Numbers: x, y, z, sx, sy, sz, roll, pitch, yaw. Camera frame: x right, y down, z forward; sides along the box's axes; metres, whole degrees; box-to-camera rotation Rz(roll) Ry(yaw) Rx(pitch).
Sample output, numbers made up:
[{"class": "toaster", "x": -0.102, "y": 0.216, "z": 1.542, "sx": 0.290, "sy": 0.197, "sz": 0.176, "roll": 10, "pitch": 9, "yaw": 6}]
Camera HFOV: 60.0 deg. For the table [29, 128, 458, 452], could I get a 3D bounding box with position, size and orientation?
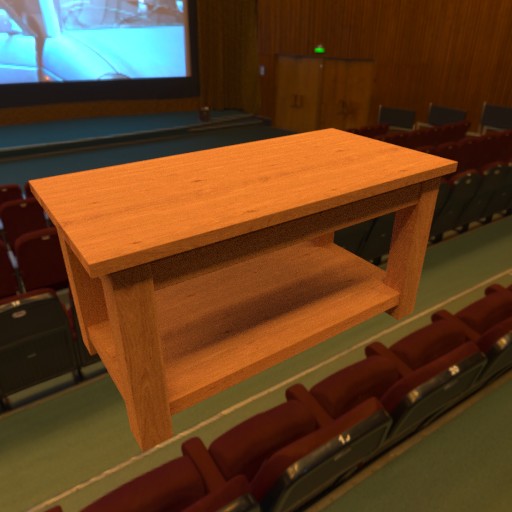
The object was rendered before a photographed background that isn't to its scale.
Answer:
[{"class": "table", "x": 0.000, "y": 0.000, "z": 1.139, "sx": 0.899, "sy": 0.452, "sz": 0.450, "roll": -18, "pitch": 34, "yaw": -30}]
